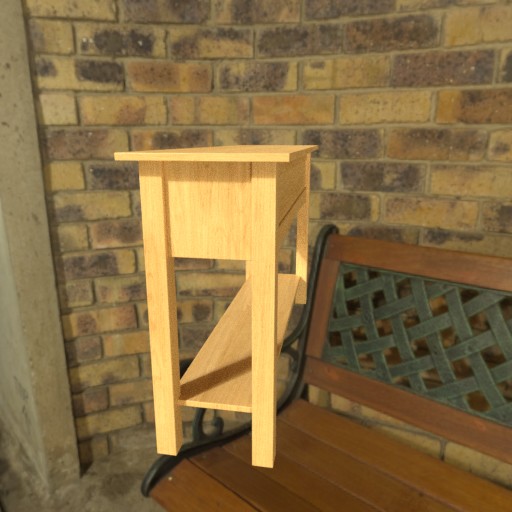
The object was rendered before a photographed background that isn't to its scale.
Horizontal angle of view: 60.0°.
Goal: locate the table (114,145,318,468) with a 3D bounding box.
[{"bbox_3d":[0.000,0.000,1.532,0.350,0.730,1.240,3,15,10],"label":"table"}]
